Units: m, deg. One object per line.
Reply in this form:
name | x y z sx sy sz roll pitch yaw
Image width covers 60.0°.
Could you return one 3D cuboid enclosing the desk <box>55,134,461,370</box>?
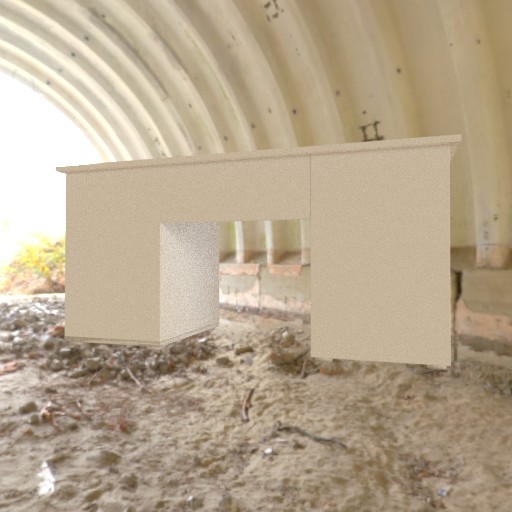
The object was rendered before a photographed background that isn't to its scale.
desk | 0.000 0.000 1.961 1.580 0.760 0.670 0 -1 17
